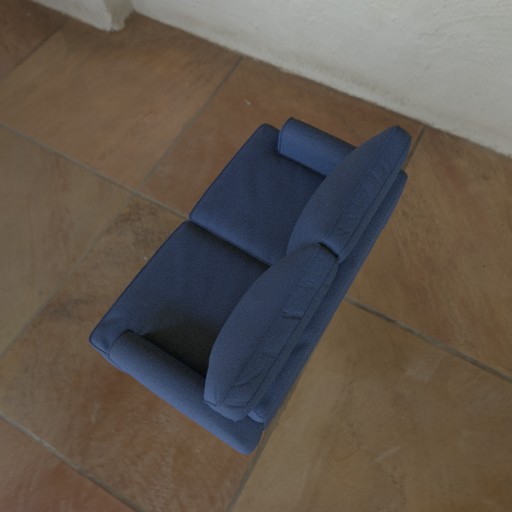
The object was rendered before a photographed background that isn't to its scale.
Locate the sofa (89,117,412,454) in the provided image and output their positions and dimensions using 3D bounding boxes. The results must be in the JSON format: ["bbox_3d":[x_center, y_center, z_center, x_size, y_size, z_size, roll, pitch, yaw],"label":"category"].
[{"bbox_3d":[0.000,0.000,2.292,0.965,0.965,1.651,30,68,13],"label":"sofa"}]
